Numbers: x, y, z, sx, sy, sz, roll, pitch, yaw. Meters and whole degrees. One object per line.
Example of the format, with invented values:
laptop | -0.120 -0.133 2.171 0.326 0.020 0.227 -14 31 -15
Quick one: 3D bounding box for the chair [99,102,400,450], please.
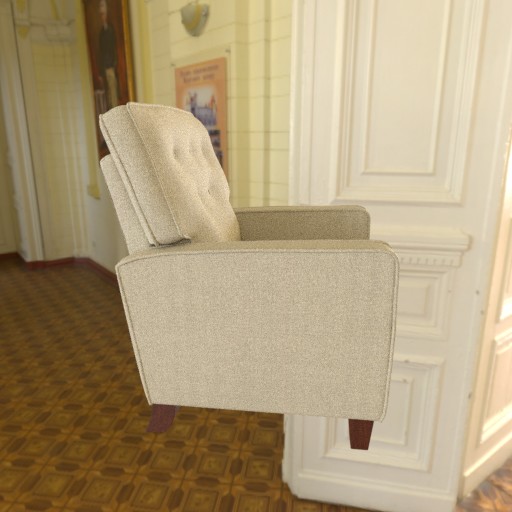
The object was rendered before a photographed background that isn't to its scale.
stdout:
chair | 0.000 0.000 1.378 0.754 0.888 0.648 2 16 7
